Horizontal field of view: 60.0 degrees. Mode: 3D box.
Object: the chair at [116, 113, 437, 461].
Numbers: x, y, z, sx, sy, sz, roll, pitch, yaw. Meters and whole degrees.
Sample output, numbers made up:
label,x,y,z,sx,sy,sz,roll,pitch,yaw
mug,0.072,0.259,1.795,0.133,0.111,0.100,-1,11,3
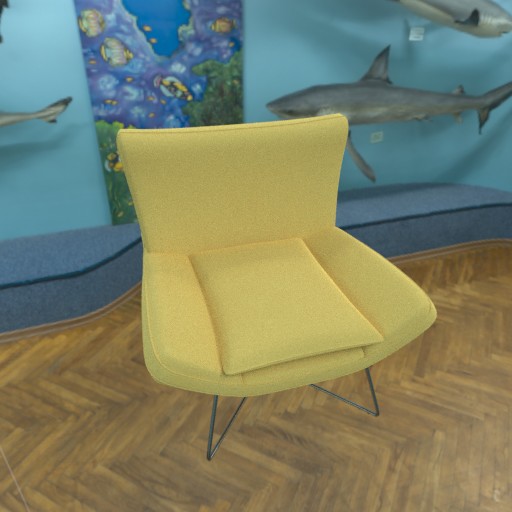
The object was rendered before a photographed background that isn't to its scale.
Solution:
label,x,y,z,sx,sy,sz,roll,pitch,yaw
chair,0.000,0.000,1.604,0.859,0.855,1.008,-9,31,-14
